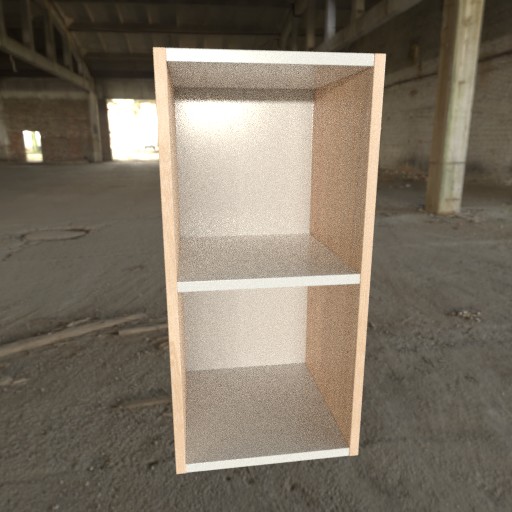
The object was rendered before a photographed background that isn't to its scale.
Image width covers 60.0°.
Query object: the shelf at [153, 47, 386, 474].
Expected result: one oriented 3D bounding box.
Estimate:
[{"bbox_3d":[0.000,0.000,0.756,0.290,0.594,0.297,-2,15,-8],"label":"shelf"}]
